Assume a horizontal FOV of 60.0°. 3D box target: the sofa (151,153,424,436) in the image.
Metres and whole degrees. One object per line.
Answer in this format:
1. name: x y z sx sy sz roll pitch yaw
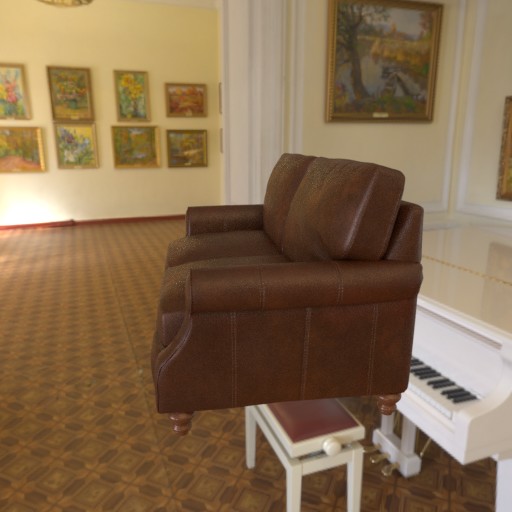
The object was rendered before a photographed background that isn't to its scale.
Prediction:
1. sofa: 0.000 0.000 2.221 0.990 0.976 1.616 -2 15 -8
